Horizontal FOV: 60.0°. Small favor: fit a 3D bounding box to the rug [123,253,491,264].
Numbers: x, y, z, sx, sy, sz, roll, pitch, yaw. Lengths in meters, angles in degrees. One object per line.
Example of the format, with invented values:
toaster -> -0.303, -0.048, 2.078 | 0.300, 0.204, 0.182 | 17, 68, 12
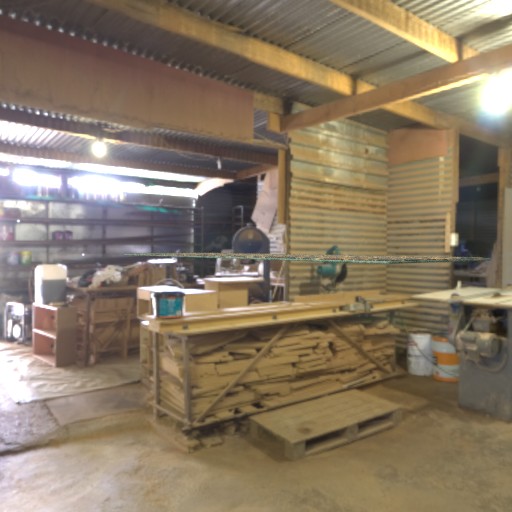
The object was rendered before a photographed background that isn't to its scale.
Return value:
rug -> 0.000, 0.000, 2.525 | 0.685, 0.014, 2.292 | -1, 1, -37
